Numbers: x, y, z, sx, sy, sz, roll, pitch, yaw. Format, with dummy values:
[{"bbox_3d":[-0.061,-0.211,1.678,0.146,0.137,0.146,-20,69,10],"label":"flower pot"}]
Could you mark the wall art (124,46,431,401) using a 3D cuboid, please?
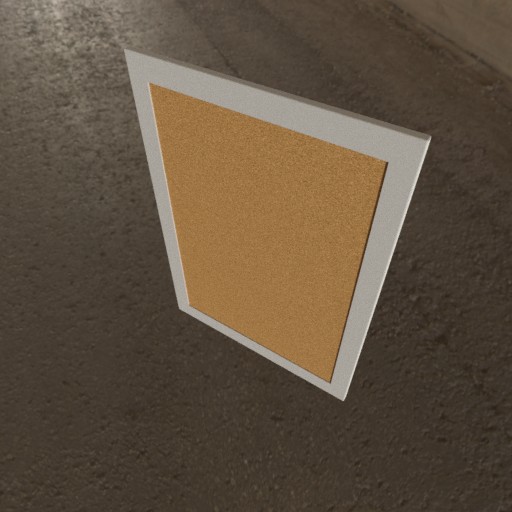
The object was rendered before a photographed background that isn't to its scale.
[{"bbox_3d":[0.000,0.000,0.663,0.374,0.529,0.012,25,52,22],"label":"wall art"}]
